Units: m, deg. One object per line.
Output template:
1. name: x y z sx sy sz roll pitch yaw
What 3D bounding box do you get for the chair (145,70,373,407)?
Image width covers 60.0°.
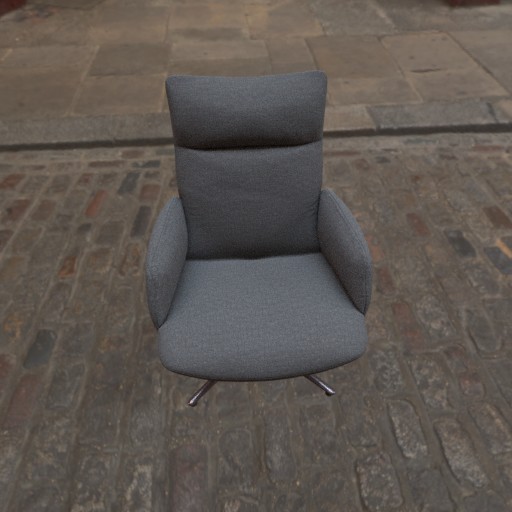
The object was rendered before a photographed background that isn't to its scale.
1. chair: 0.000 0.000 1.542 0.702 0.984 0.831 -3 45 -3
